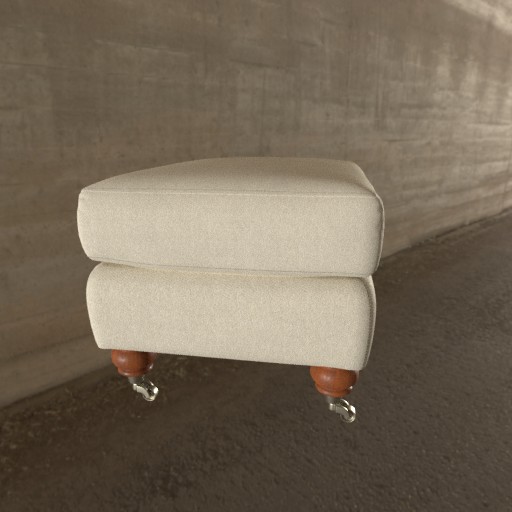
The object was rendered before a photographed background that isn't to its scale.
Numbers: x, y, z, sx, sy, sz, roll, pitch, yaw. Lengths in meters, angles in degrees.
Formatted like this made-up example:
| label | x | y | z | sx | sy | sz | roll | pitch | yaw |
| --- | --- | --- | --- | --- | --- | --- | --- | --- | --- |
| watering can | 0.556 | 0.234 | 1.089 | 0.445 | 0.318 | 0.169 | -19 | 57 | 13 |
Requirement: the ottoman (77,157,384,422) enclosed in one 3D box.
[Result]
| label | x | y | z | sx | sy | sz | roll | pitch | yaw |
| --- | --- | --- | --- | --- | --- | --- | --- | --- | --- |
| ottoman | 0.000 | 0.000 | 1.166 | 0.569 | 0.499 | 0.773 | 3 | 15 | 10 |
